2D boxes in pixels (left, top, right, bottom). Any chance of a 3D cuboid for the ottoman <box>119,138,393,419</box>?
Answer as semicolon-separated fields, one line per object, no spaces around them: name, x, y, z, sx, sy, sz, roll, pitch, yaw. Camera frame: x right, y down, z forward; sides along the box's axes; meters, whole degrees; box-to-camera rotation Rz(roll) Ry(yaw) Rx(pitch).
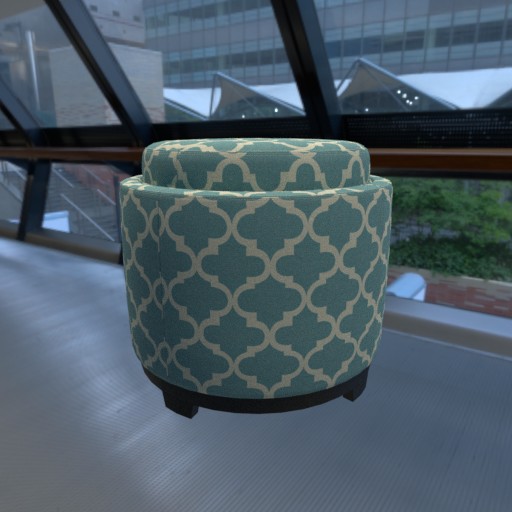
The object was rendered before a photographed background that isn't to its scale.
ottoman;0.000;0.000;0.837;0.480;0.429;0.480;0;15;0
